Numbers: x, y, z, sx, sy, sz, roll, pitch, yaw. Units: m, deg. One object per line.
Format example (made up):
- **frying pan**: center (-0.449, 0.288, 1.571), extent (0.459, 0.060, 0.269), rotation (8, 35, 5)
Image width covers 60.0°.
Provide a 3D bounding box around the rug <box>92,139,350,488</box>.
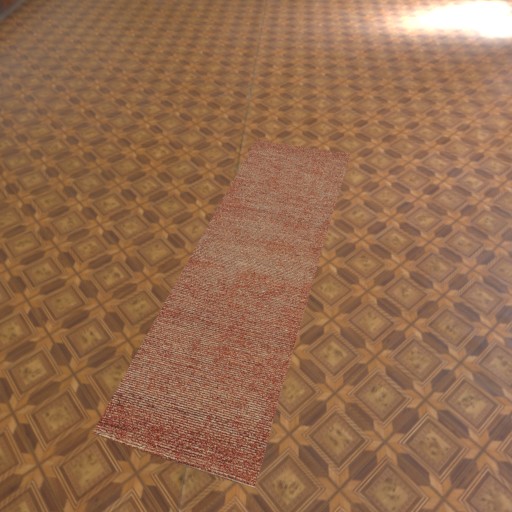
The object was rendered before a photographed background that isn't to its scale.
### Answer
- **rug**: center (0.000, 0.000, 2.548), extent (0.718, 0.013, 2.353), rotation (13, 49, 12)
